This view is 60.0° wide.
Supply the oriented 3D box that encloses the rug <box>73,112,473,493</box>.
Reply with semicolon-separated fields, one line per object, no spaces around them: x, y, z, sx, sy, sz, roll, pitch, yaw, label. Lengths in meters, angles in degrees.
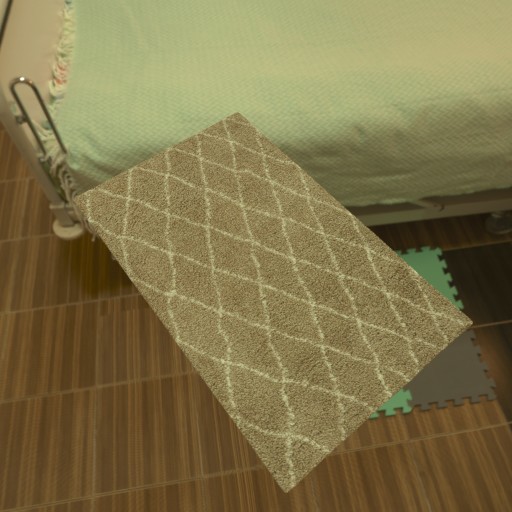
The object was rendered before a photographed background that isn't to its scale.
0.000;0.000;3.009;1.524;0.030;2.438;-34;64;-19;rug
